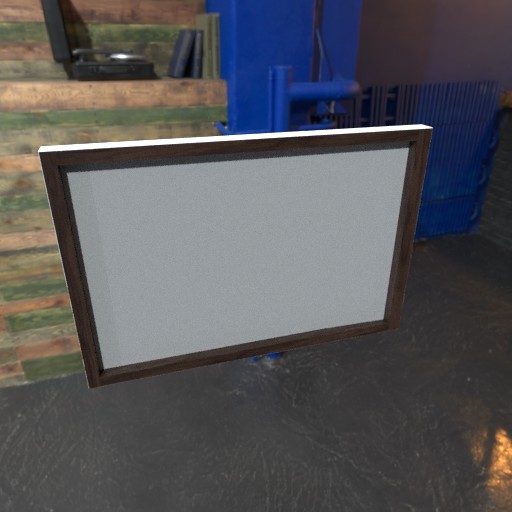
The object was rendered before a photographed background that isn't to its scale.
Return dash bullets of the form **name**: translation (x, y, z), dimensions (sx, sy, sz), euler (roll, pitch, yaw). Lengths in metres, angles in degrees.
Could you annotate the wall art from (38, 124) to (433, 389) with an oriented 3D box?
- **wall art**: translation (0.000, 0.000, 1.148), dimensions (0.914, 0.610, 0.050), euler (-8, 27, -15)
